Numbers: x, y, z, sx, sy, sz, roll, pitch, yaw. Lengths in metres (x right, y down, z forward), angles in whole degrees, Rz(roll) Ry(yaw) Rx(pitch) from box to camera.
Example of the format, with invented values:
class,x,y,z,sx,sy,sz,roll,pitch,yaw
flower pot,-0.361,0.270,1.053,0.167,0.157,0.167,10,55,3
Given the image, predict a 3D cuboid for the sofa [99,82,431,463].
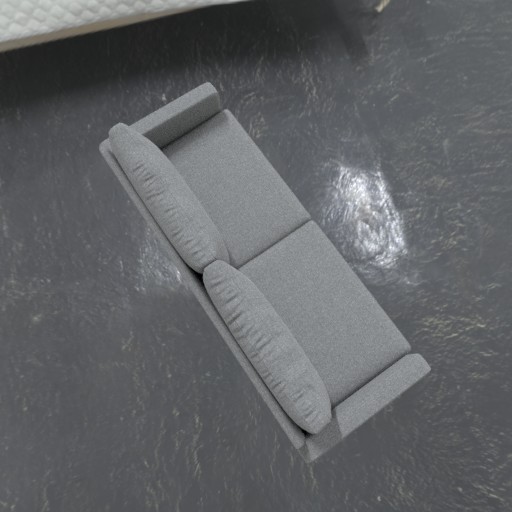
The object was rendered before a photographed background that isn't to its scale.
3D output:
class,x,y,z,sx,sy,sz,roll,pitch,yaw
sofa,0.000,0.000,2.724,0.880,0.880,2.200,-33,77,-9
